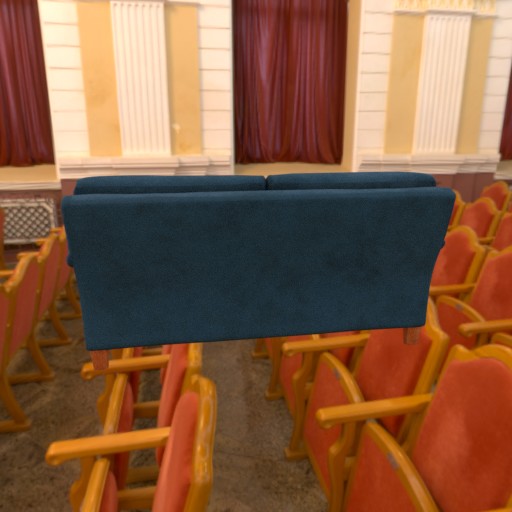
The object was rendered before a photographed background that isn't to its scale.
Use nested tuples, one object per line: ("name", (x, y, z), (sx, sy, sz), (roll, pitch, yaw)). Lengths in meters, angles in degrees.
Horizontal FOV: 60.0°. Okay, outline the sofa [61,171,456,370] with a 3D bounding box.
("sofa", (0.000, 0.000, 2.873), (2.141, 1.101, 1.084), (-3, 16, -9))
